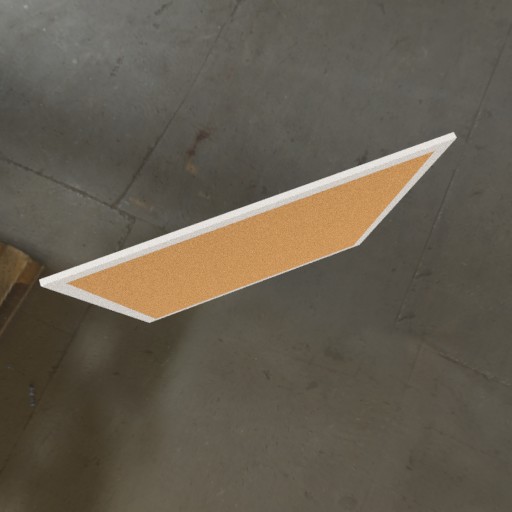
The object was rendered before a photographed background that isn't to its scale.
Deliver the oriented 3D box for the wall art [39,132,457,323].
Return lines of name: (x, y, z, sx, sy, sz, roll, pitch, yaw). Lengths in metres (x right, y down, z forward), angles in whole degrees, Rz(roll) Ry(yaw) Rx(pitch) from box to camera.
wall art: (0.000, 0.000, 0.831, 0.558, 0.559, 0.009, -20, 78, -5)
